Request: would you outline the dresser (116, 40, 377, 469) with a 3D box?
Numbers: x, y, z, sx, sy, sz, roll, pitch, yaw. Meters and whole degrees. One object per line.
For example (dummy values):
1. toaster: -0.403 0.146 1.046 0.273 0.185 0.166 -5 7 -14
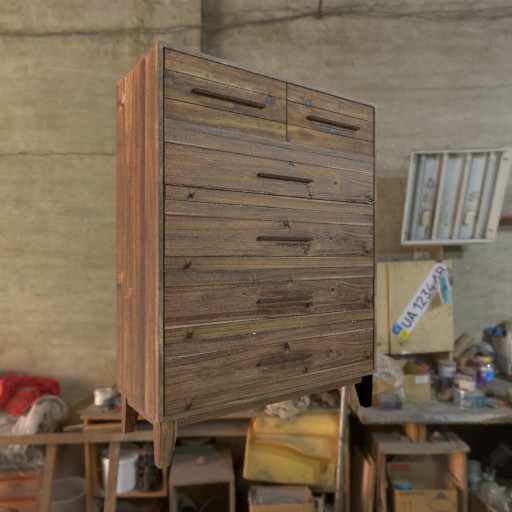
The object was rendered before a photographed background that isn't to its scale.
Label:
1. dresser: 0.000 0.000 1.904 1.062 1.393 0.442 0 0 -35
